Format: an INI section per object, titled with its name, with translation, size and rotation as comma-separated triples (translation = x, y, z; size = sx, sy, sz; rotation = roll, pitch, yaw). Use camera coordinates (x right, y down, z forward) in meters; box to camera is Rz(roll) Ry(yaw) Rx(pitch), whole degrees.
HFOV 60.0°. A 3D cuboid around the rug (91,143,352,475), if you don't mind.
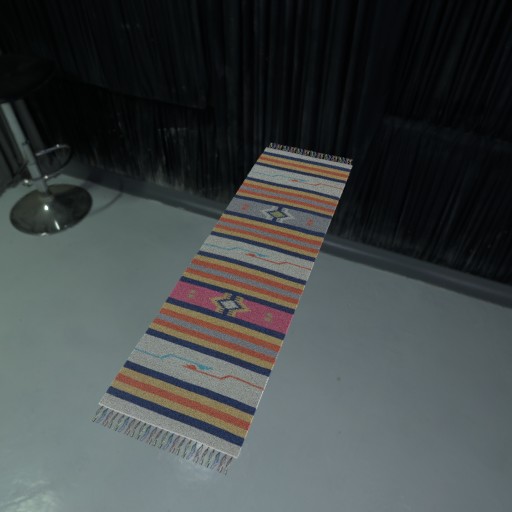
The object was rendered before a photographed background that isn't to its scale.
[rug]
translation = 0.000, 0.000, 2.716
size = 0.695, 0.017, 2.455
rotation = 15, 48, 14
